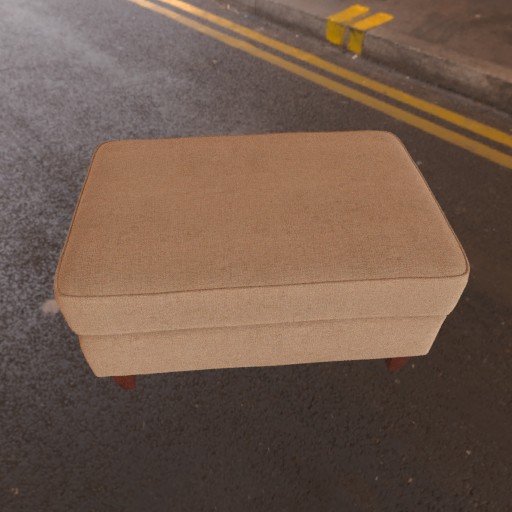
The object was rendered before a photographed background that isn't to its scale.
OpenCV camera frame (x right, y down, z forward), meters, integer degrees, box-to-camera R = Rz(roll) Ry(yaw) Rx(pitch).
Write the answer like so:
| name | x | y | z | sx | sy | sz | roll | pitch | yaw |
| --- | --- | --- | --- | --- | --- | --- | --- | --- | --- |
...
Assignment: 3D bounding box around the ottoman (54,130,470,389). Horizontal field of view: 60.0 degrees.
| name | x | y | z | sx | sy | sz | roll | pitch | yaw |
| --- | --- | --- | --- | --- | --- | --- | --- | --- | --- |
| ottoman | 0.000 | 0.000 | 1.211 | 0.862 | 0.484 | 0.583 | -3 | 46 | -3 |
